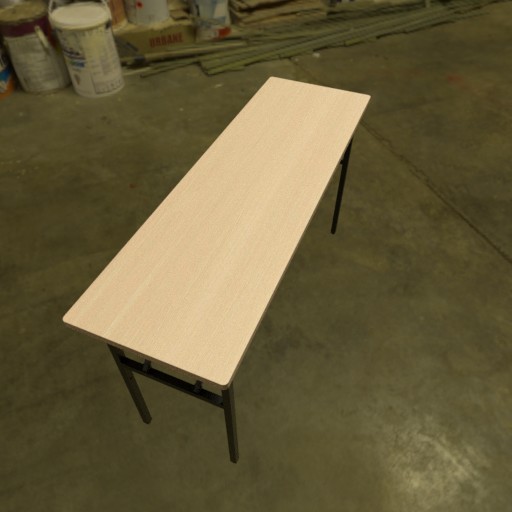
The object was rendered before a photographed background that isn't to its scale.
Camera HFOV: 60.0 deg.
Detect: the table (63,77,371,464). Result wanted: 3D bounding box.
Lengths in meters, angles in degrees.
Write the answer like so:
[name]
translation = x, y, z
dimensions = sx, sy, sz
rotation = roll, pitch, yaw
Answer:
[table]
translation = 0.000, 0.000, 1.734
dimensions = 0.447, 0.750, 1.397
rotation = 17, 50, 15
